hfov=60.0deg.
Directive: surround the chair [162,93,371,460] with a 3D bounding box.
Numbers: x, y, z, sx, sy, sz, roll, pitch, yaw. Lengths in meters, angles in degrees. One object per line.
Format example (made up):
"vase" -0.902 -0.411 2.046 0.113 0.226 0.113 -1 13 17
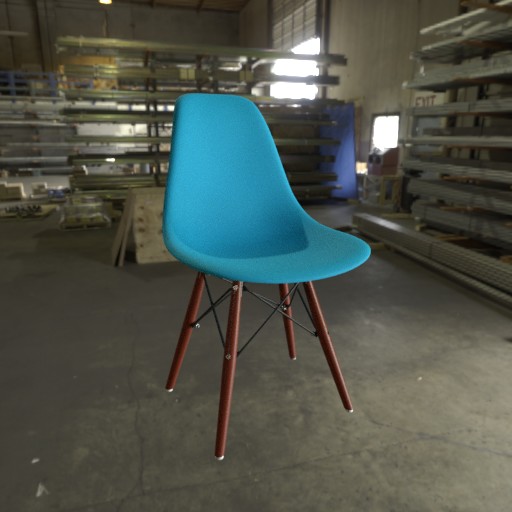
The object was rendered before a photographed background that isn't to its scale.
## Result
"chair" 0.000 0.000 1.144 0.470 0.826 0.533 -8 17 -28
